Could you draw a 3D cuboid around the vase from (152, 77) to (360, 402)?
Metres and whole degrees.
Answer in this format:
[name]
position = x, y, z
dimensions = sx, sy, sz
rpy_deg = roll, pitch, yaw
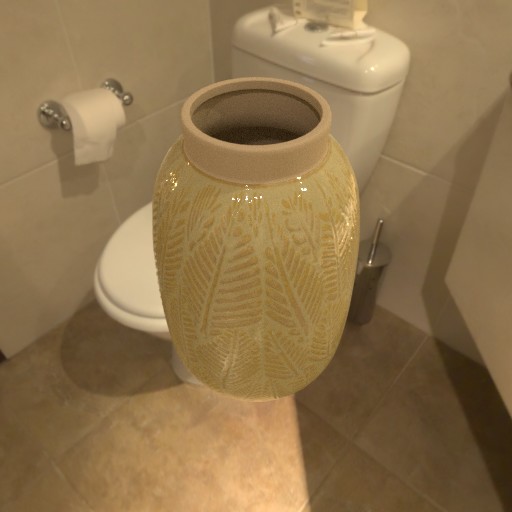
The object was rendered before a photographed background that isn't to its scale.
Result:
[vase]
position = 0.000, 0.000, 0.380
dimensions = 0.172, 0.270, 0.172
rpy_deg = 0, 46, 0
